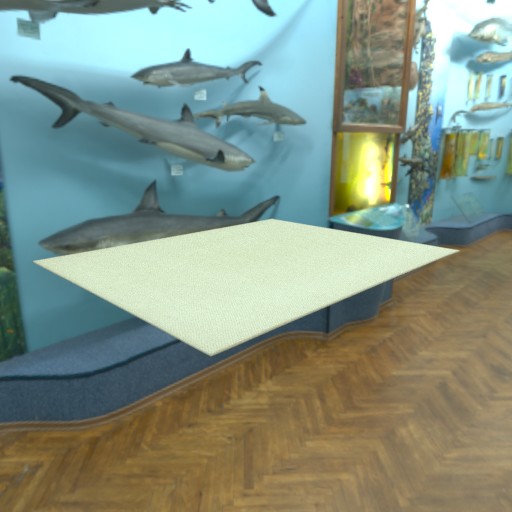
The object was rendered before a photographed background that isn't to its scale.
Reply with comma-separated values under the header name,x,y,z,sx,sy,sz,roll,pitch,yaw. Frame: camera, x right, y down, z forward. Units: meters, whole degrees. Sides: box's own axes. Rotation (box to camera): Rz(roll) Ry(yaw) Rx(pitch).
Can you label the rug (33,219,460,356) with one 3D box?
name,x,y,z,sx,sy,sz,roll,pitch,yaw
rug,0.000,0.000,4.036,3.039,0.018,2.462,-14,20,-43
